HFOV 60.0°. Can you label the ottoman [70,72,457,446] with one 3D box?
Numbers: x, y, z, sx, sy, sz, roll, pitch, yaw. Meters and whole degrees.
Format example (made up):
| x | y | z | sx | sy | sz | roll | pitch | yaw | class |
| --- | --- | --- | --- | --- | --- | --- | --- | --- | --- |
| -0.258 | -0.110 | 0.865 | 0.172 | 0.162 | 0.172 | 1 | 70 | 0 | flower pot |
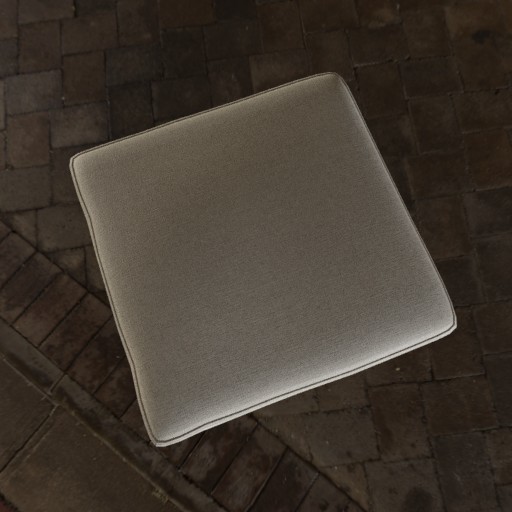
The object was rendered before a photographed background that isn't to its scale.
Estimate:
| x | y | z | sx | sy | sz | roll | pitch | yaw | class |
| --- | --- | --- | --- | --- | --- | --- | --- | --- | --- |
| 0.000 | 0.000 | 1.354 | 0.838 | 0.478 | 0.838 | -20 | 77 | -5 | ottoman |
